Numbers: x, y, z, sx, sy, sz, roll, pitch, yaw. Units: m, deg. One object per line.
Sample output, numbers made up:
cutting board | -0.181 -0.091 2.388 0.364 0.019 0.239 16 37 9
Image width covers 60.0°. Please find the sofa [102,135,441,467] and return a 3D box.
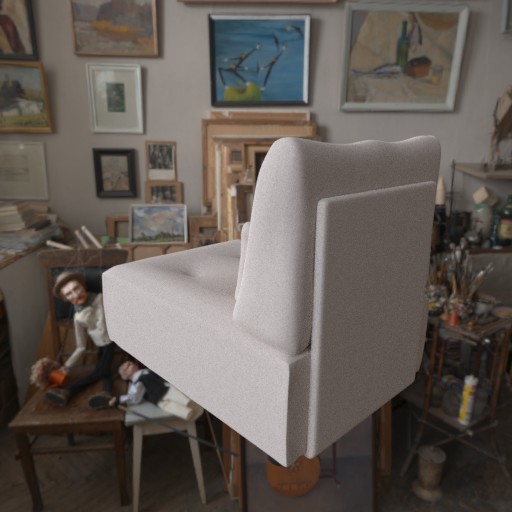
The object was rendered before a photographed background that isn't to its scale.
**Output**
sofa | 0.000 0.000 1.549 0.700 0.820 1.000 -15 21 -41
